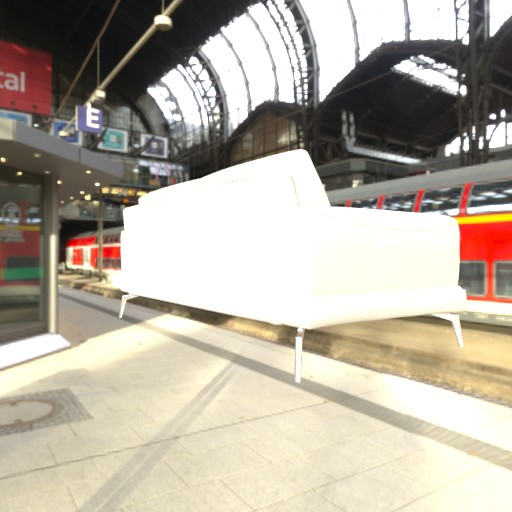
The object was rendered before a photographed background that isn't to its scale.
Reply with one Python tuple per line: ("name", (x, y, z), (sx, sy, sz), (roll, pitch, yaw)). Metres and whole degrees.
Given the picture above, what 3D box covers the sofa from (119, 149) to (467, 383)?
("sofa", (0.000, 0.000, 2.784), (1.121, 0.930, 2.177), (0, 0, -35))
